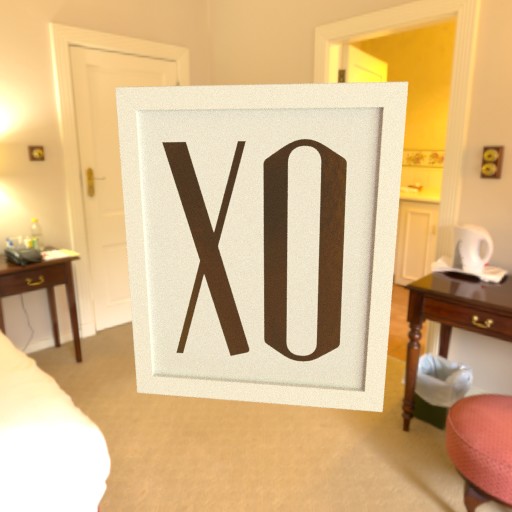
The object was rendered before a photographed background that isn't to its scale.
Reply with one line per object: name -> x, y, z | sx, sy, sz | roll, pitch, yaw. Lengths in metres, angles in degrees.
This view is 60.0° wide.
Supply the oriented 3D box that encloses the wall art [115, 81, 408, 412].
wall art -> 0.000, 0.000, 0.740 | 0.444, 0.536, 0.020 | 2, 14, 8
